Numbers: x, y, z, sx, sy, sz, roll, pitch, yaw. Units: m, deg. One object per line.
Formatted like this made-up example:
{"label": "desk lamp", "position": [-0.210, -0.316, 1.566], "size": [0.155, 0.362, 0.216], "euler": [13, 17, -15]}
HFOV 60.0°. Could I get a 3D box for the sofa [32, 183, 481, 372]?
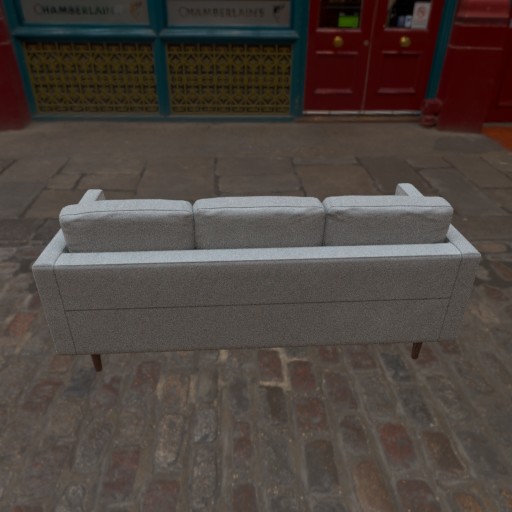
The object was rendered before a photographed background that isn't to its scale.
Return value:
{"label": "sofa", "position": [0.000, 0.000, 2.472], "size": [1.983, 0.918, 0.944], "euler": [-2, 30, -3]}
